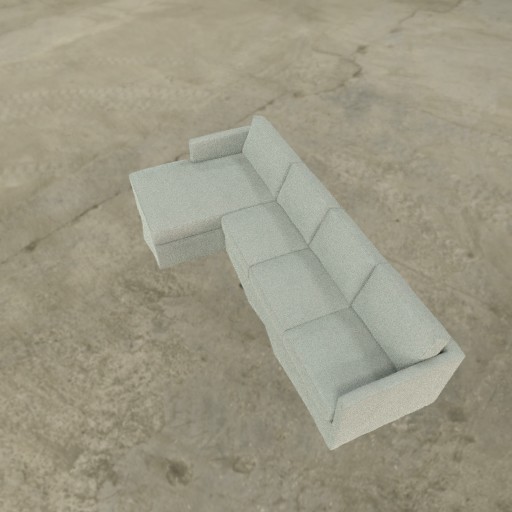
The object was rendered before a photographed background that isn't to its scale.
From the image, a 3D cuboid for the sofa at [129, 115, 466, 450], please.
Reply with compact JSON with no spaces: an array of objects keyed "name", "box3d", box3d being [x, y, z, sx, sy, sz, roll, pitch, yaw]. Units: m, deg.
[{"name":"sofa","box3d":[0.000,0.000,3.875,1.650,0.922,3.205,-17,49,-15]}]
